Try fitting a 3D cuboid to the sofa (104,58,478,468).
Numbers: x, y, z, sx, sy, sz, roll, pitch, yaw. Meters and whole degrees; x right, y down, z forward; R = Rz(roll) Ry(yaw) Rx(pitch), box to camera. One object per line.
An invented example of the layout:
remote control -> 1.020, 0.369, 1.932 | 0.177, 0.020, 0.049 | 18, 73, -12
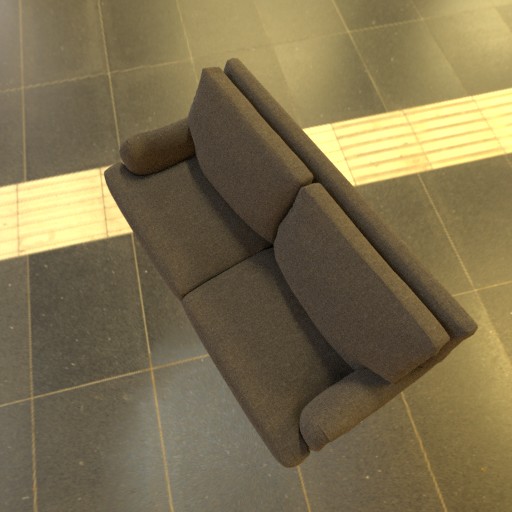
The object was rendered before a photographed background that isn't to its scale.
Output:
sofa -> 0.000, 0.000, 2.675 | 1.087, 1.054, 2.160 | -31, 68, -14
